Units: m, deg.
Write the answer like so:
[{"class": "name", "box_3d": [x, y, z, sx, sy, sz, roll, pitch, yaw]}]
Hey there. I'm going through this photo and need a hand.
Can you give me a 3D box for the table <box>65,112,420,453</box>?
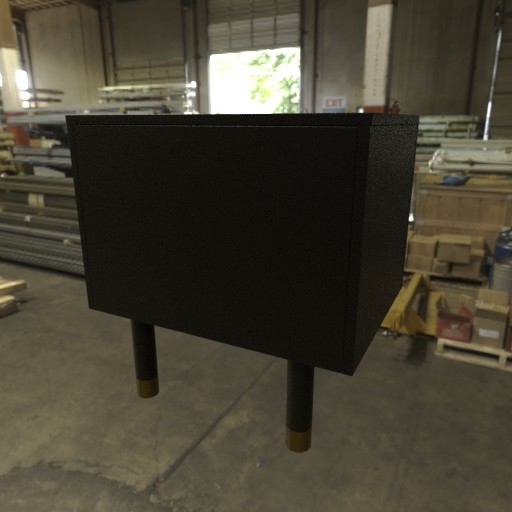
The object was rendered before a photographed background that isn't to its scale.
[{"class": "table", "box_3d": [0.000, 0.000, 0.965, 0.564, 0.584, 0.441, 9, 19, 26]}]
